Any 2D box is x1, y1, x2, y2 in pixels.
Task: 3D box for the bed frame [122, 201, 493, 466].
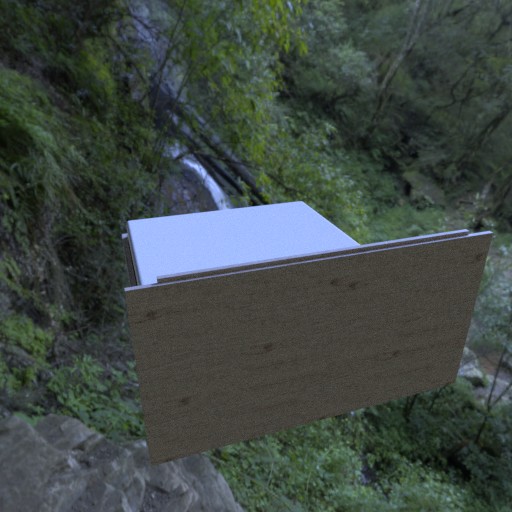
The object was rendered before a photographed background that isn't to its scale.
[{"bbox_3d":[0.000,0.000,3.009,1.750,0.970,2.080,-8,27,-17],"label":"bed frame"}]
